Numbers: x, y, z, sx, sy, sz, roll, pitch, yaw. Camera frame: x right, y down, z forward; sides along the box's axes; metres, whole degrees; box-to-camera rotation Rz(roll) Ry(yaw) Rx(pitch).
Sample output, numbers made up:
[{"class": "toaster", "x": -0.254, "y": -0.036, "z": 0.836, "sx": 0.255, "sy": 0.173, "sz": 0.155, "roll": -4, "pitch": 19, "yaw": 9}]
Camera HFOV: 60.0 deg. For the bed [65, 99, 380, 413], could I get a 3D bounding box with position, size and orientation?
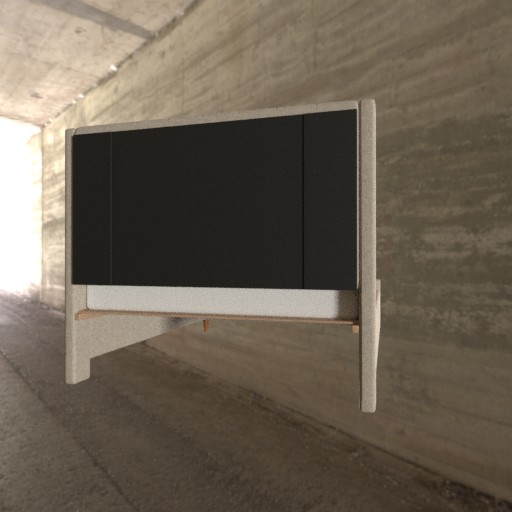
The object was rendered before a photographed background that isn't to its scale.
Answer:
[{"class": "bed", "x": 0.000, "y": 0.000, "z": 3.834, "sx": 2.045, "sy": 1.743, "sz": 2.370, "roll": 0, "pitch": 0, "yaw": 16}]
